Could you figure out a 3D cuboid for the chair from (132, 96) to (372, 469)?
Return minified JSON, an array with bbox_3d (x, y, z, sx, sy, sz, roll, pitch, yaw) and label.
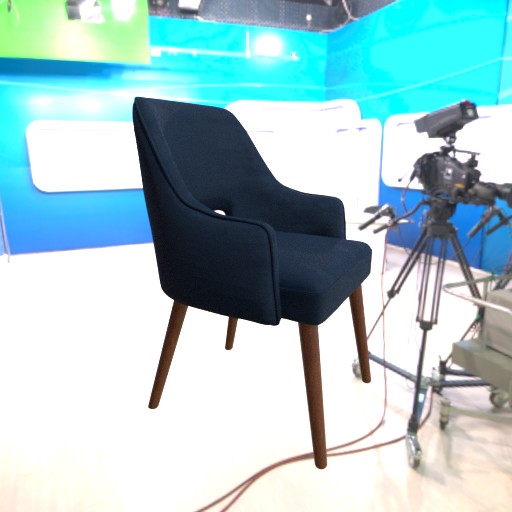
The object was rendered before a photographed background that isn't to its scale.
[{"bbox_3d":[0.000,0.000,1.235,0.591,0.844,0.559,7,16,27],"label":"chair"}]
